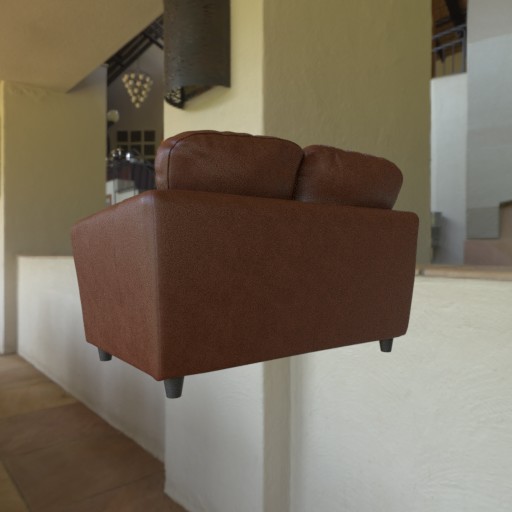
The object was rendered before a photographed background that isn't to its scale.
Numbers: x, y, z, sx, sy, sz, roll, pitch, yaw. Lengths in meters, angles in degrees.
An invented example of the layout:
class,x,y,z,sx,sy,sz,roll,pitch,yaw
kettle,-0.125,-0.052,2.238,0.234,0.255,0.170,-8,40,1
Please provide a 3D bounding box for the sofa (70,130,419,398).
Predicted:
class,x,y,z,sx,sy,sz,roll,pitch,yaw
sofa,0.000,0.000,1.992,1.406,0.906,0.805,0,0,-37
